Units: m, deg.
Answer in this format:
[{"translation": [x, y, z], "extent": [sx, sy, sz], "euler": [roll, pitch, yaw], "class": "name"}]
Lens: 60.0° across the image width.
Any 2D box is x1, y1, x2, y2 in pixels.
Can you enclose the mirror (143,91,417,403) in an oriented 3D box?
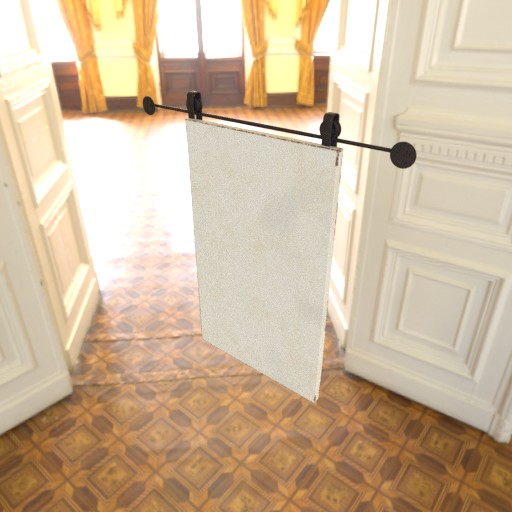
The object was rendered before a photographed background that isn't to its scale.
[{"translation": [0.000, 0.000, 1.257], "extent": [0.808, 0.844, 0.037], "euler": [22, 36, 33], "class": "mirror"}]
